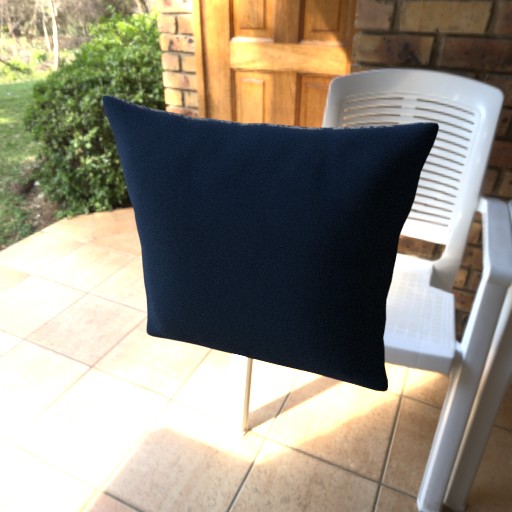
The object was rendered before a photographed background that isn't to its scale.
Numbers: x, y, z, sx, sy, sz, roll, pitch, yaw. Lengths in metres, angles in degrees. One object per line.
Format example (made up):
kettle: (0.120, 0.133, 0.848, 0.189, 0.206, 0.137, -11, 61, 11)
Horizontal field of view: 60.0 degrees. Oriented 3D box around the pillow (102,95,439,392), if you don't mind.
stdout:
pillow: (0.000, 0.000, 0.780, 0.523, 0.510, 0.166, 10, 33, 16)
